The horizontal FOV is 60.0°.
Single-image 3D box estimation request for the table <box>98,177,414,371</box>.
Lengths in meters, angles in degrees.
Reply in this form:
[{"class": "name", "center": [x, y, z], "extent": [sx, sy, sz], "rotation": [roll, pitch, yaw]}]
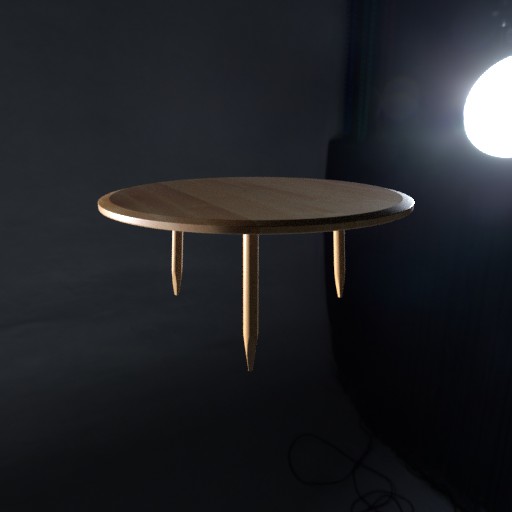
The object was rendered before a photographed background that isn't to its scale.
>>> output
[{"class": "table", "center": [0.000, 0.000, 1.387], "extent": [0.900, 0.400, 0.900], "rotation": [0, 16, 0]}]
